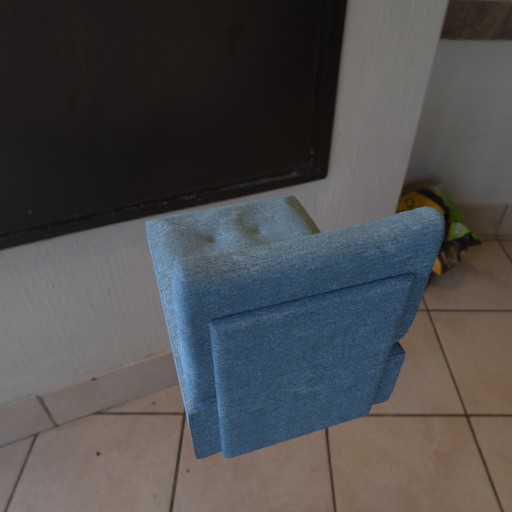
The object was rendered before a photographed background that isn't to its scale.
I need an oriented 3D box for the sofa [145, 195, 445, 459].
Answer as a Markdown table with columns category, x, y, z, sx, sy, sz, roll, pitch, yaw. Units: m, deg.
| category | x | y | z | sx | sy | sz | roll | pitch | yaw |
| --- | --- | --- | --- | --- | --- | --- | --- | --- | --- |
| sofa | 0.000 | 0.000 | 1.569 | 0.700 | 0.820 | 1.000 | -12 | 42 | -13 |
